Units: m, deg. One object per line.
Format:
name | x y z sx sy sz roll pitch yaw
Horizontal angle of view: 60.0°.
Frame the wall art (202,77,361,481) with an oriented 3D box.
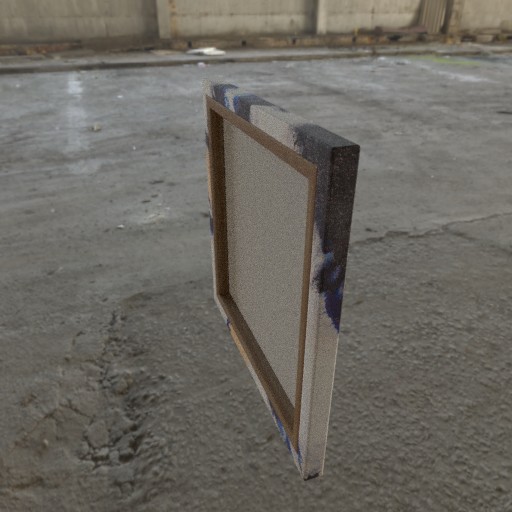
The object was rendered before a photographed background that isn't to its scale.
wall art | 0.000 0.000 0.906 0.039 0.609 0.609 -10 31 -17
